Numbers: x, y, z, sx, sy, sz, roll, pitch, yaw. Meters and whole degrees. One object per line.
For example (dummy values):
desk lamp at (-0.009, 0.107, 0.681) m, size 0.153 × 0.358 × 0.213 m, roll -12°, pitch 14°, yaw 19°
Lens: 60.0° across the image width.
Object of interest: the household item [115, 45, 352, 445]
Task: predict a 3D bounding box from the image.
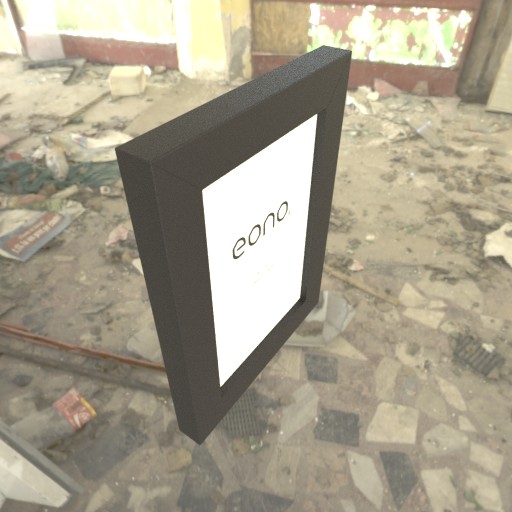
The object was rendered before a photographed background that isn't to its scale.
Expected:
household item at (0.000, 0.000, 0.234) m, size 0.022 × 0.178 × 0.133 m, roll 25°, pitch 47°, yaw 26°
